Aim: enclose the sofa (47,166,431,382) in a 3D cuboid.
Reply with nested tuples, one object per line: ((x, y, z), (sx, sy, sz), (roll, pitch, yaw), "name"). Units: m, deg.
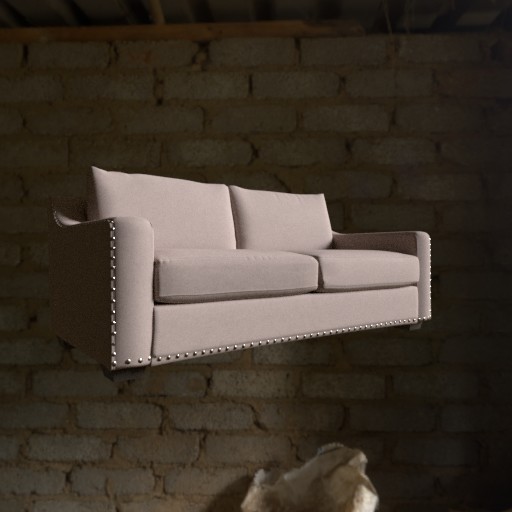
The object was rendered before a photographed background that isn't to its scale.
((0.000, 0.000, 2.496), (1.967, 0.901, 1.030), (0, 0, -37), "sofa")
